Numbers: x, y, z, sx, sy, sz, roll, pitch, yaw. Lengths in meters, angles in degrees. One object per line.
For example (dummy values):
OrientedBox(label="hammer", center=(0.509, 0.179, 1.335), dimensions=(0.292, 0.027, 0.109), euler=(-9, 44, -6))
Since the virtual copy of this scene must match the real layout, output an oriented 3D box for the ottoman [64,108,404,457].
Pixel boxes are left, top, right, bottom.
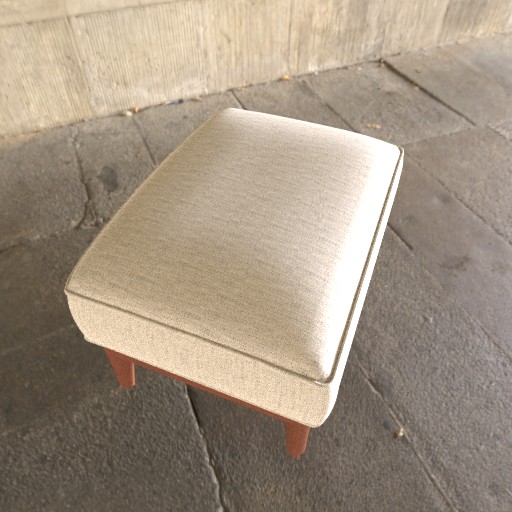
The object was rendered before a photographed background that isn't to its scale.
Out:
OrientedBox(label="ottoman", center=(0.000, 0.000, 1.165), dimensions=(0.594, 0.465, 0.794), euler=(16, 49, 15))
